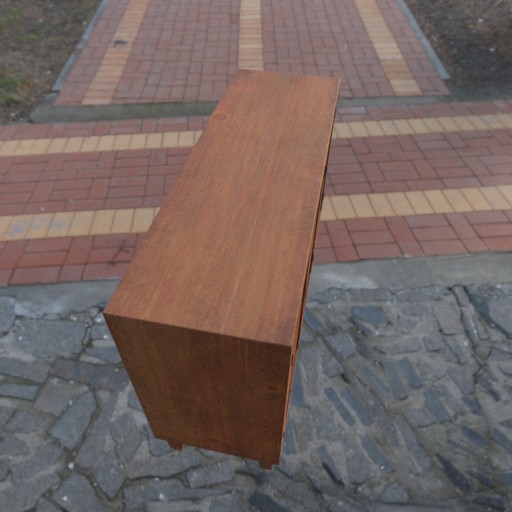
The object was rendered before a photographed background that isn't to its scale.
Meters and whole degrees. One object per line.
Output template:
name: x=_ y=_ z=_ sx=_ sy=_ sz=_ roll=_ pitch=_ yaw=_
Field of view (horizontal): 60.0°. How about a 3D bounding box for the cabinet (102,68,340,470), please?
cabinet: x=0.000 y=0.000 z=1.593 sx=0.403 sy=0.805 sz=1.204 roll=9 pitch=47 yaw=8
